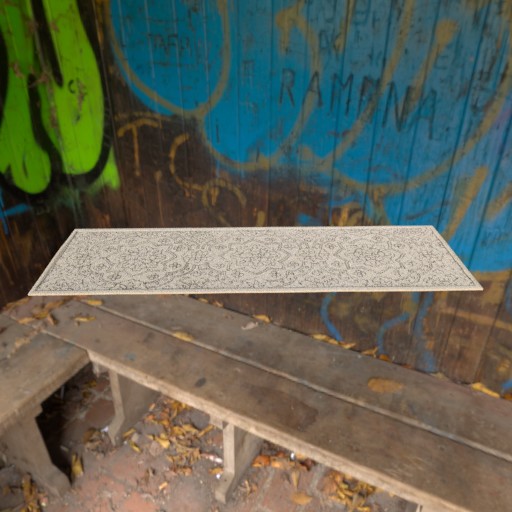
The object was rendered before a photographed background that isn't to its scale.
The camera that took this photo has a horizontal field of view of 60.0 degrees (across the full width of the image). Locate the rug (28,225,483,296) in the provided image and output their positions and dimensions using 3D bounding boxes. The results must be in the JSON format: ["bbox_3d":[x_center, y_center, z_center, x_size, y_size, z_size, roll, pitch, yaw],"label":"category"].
[{"bbox_3d":[0.000,0.000,2.699,2.448,0.012,0.769,-1,31,-1],"label":"rug"}]
